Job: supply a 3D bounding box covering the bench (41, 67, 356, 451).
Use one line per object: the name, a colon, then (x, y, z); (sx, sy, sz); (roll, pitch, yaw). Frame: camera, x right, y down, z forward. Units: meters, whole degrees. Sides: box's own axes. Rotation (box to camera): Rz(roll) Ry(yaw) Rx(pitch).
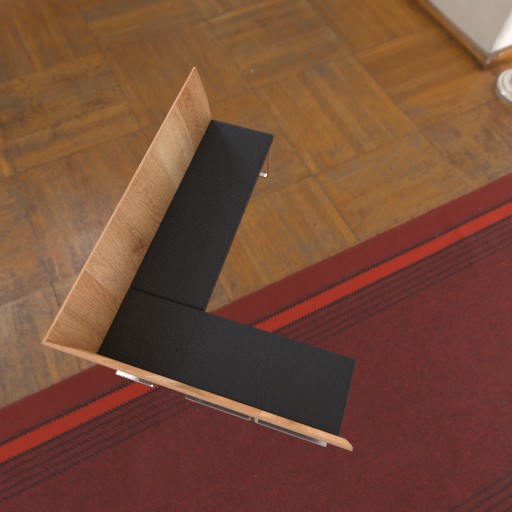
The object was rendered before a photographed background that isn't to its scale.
bench: (0.000, 0.000, 2.811); (1.495, 0.930, 1.945); (16, 65, 8)
